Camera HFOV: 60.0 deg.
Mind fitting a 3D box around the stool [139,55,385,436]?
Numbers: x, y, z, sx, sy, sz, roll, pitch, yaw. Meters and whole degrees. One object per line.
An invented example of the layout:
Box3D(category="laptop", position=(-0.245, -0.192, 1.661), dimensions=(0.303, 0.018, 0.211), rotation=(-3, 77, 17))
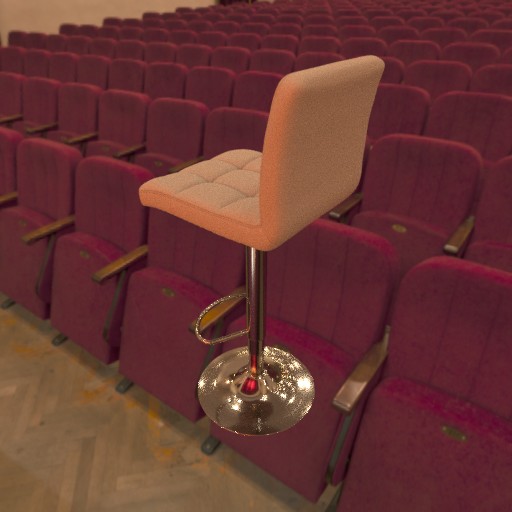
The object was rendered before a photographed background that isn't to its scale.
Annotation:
Box3D(category="stool", position=(0.000, 0.000, 1.339), dimensions=(0.505, 1.115, 0.430), rotation=(21, 37, 31))
